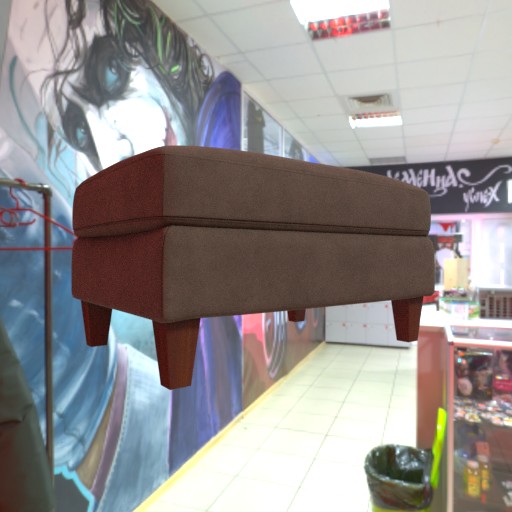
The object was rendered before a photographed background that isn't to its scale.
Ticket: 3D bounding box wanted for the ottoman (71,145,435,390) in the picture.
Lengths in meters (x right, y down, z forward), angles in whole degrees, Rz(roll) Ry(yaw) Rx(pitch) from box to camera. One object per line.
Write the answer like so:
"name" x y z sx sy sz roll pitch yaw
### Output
"ottoman" 0.000 0.000 1.232 0.864 0.483 0.584 0 0 -37
